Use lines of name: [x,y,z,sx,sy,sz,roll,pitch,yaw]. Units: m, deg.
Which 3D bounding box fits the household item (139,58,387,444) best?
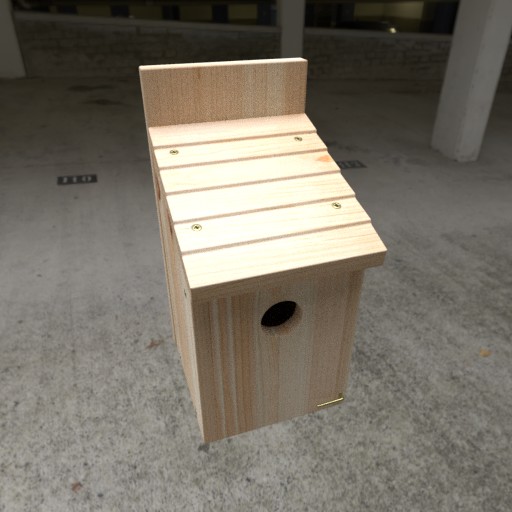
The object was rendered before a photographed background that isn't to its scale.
household item: [0.000,0.000,0.398,0.149,0.300,0.171,-10,33,-16]
